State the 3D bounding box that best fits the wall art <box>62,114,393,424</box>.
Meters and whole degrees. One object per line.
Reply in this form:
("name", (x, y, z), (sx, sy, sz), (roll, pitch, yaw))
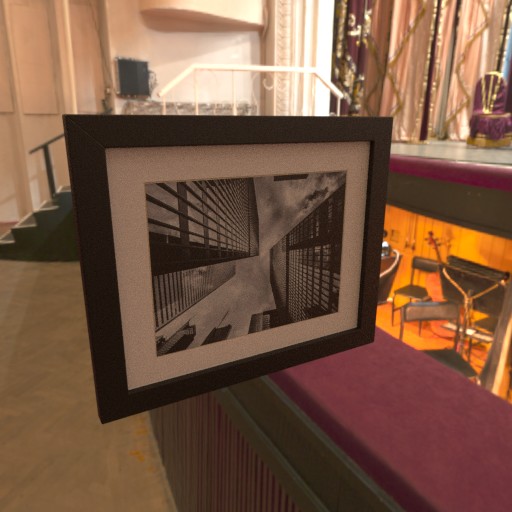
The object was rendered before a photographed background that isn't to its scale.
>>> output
("wall art", (0.000, 0.000, 0.755), (0.558, 0.457, 0.031), (-9, 19, -27))
